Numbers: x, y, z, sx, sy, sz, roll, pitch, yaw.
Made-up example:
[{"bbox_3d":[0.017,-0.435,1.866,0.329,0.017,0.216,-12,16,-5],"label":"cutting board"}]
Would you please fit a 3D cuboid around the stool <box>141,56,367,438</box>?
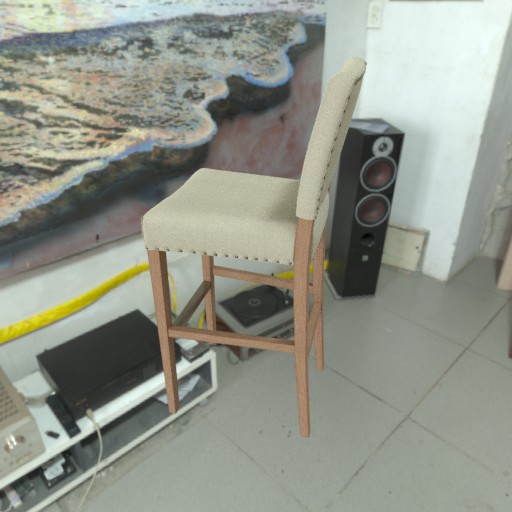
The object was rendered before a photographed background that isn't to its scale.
[{"bbox_3d":[0.000,0.000,1.412,0.546,1.143,0.428,8,31,14],"label":"stool"}]
